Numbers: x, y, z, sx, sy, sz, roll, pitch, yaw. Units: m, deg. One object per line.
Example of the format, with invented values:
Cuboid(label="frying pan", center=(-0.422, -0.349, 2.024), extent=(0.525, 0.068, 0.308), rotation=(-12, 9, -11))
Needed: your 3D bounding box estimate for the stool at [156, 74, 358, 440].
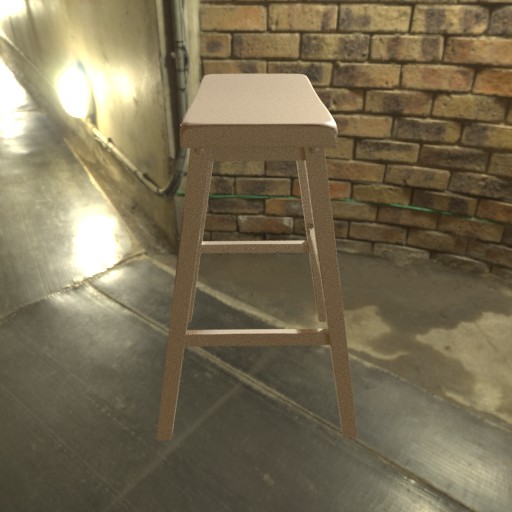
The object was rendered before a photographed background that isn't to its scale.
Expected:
Cuboid(label="stool", center=(0.000, 0.000, 1.049), extent=(0.476, 0.737, 0.457), rotation=(0, 32, -1))
